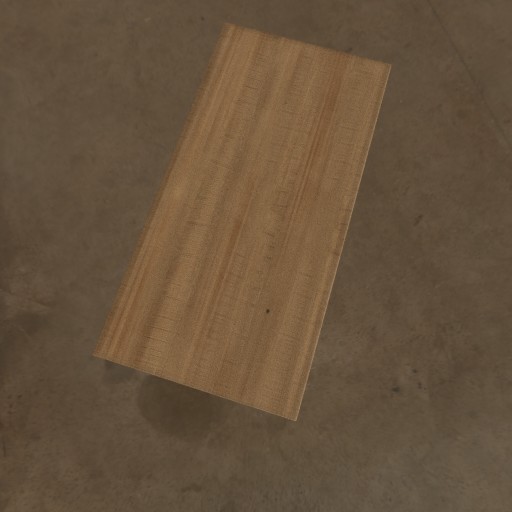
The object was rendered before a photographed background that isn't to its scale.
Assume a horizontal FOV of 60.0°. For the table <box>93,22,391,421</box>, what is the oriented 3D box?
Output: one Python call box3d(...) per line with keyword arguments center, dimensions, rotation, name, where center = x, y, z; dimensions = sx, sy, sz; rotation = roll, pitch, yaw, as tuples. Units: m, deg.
box3d(center=(0.000, 0.000, 1.028), dimensions=(0.300, 0.701, 0.599), rotation=(17, 75, 5), name="table")
